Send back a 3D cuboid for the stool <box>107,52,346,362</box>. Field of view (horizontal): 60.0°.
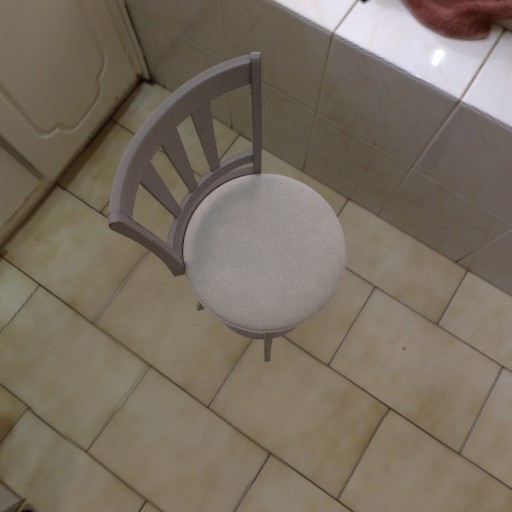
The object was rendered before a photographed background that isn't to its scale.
[{"bbox_3d":[0.000,0.000,1.257,0.475,1.023,0.436,35,78,9],"label":"stool"}]
